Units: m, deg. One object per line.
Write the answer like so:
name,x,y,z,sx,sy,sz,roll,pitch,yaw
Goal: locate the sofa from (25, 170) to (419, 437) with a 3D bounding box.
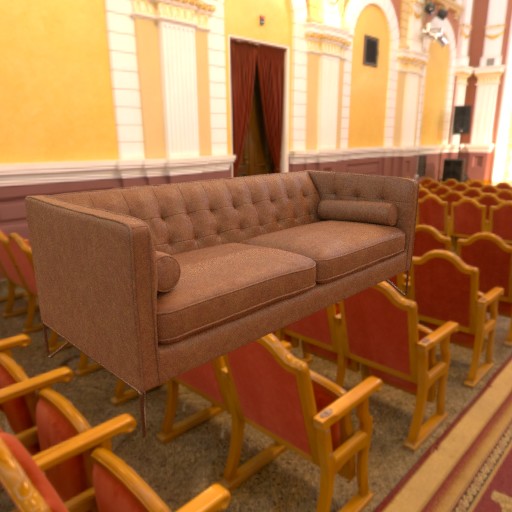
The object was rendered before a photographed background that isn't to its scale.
sofa,0.000,0.000,2.485,0.912,0.798,2.079,15,21,42
